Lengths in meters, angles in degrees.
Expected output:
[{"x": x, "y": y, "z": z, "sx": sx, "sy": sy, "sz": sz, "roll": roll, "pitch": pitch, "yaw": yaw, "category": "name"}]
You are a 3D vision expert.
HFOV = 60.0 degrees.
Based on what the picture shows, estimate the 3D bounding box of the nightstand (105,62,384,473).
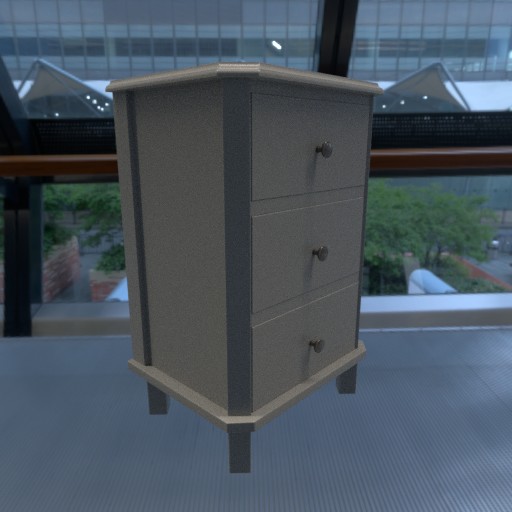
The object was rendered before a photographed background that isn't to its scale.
[{"x": 0.000, "y": 0.000, "z": 0.929, "sx": 0.348, "sy": 0.680, "sz": 0.435, "roll": 14, "pitch": 20, "yaw": 42, "category": "nightstand"}]
